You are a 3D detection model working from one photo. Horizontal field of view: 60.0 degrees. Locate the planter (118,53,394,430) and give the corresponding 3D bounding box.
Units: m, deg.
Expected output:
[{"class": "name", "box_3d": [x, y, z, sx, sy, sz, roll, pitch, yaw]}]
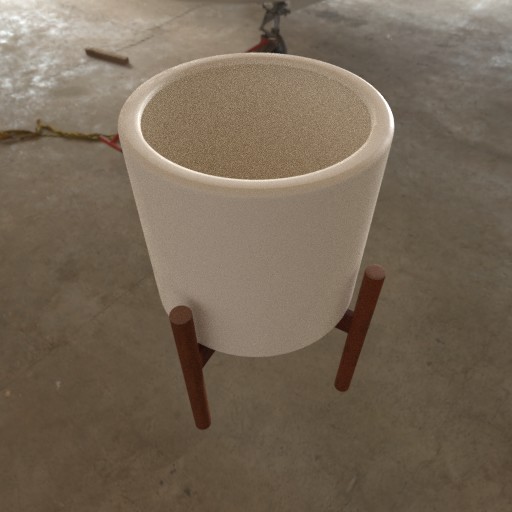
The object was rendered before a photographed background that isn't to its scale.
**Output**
[{"class": "planter", "box_3d": [0.000, 0.000, 0.494, 0.224, 0.358, 0.224, -11, 48, -10]}]
